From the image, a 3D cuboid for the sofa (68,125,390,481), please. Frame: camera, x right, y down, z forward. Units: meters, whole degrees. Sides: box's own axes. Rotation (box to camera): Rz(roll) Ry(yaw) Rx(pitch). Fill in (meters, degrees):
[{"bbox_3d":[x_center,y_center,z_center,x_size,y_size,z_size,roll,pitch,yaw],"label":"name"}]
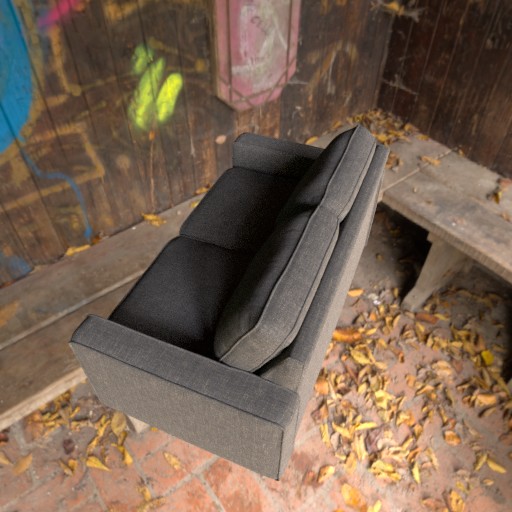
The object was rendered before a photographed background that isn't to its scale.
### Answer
[{"bbox_3d":[0.000,0.000,2.252,0.947,0.918,1.709,17,48,16],"label":"sofa"}]
